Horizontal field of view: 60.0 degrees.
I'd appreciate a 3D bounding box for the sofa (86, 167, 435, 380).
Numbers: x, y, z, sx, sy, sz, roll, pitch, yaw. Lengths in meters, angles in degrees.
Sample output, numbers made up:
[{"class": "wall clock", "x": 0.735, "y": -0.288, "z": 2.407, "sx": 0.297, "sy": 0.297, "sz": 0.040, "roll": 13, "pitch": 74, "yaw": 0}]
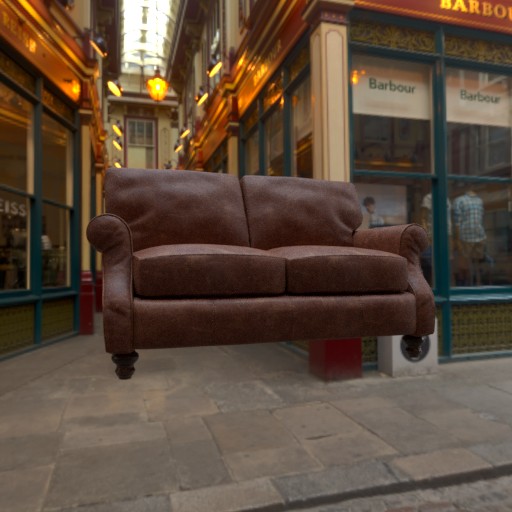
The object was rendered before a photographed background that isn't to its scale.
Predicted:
[{"class": "sofa", "x": 0.000, "y": 0.000, "z": 2.283, "sx": 1.616, "sy": 0.967, "sz": 0.990, "roll": 0, "pitch": -1, "yaw": -18}]
